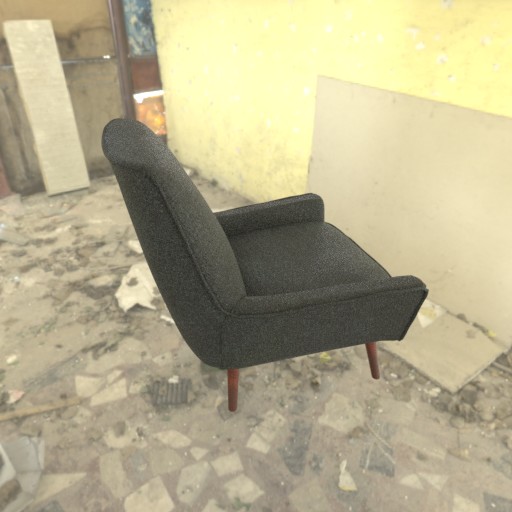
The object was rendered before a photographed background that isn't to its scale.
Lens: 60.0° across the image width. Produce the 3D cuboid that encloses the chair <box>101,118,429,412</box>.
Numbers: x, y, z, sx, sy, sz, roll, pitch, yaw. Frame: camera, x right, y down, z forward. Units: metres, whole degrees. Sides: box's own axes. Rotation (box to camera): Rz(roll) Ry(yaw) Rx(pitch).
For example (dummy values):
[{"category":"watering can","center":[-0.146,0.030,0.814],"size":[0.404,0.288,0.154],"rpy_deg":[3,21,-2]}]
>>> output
[{"category":"chair","center":[0.000,0.000,1.498],"size":[0.859,0.883,0.763],"rpy_deg":[-10,32,-16]}]
